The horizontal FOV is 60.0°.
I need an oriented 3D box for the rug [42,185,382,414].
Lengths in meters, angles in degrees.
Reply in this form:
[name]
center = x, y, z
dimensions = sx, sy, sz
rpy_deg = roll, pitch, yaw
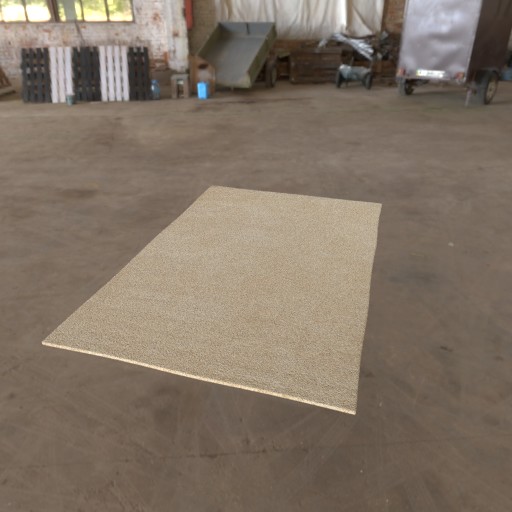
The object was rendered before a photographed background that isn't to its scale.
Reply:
[rug]
center = 0.000, 0.000, 3.486
dimensions = 1.800, 0.025, 2.699
rpy_deg = 8, 30, 14
